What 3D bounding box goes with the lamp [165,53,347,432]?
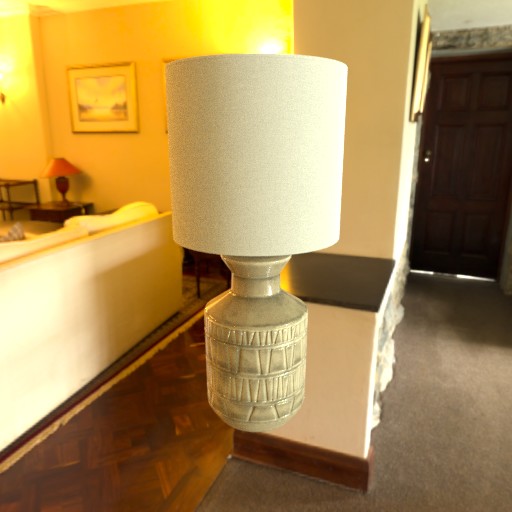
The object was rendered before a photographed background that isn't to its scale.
[{"bbox_3d":[0.000,0.000,0.580,0.211,0.455,0.211,-8,17,-27],"label":"lamp"}]
